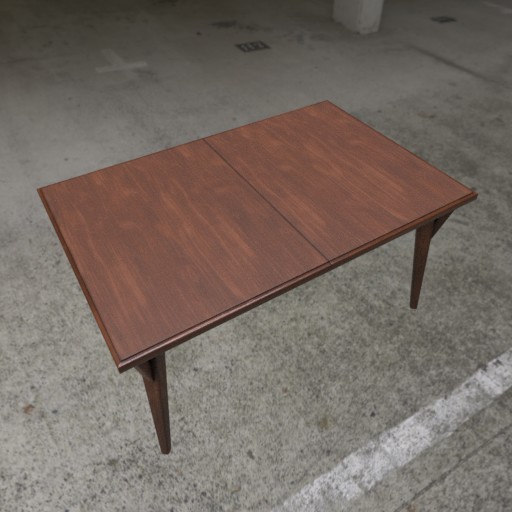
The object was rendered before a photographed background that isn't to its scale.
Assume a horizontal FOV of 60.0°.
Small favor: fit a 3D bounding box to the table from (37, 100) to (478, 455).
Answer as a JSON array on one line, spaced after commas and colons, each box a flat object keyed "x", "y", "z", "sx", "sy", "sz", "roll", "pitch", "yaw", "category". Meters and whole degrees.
[{"x": 0.000, "y": 0.000, "z": 2.084, "sx": 1.524, "sy": 0.761, "sz": 0.990, "roll": -24, "pitch": 50, "yaw": -22, "category": "table"}]
